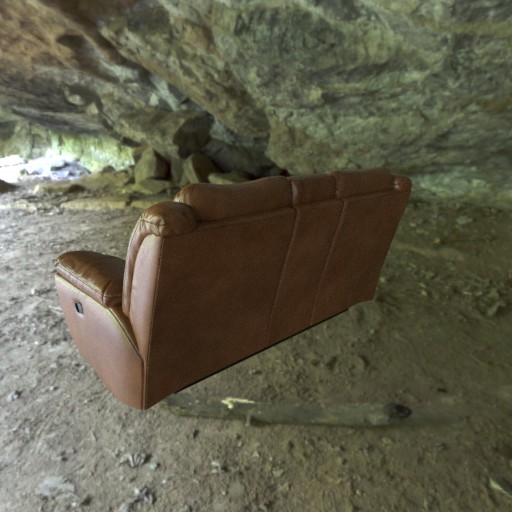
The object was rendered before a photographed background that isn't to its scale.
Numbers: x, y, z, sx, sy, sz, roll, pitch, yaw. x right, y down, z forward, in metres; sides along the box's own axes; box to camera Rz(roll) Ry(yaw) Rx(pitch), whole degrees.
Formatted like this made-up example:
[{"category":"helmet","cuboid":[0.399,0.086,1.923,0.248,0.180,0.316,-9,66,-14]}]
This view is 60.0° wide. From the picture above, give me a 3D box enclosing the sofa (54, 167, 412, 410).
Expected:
[{"category":"sofa","cuboid":[0.000,0.000,2.669,2.058,1.043,0.991,-15,22,-43]}]
